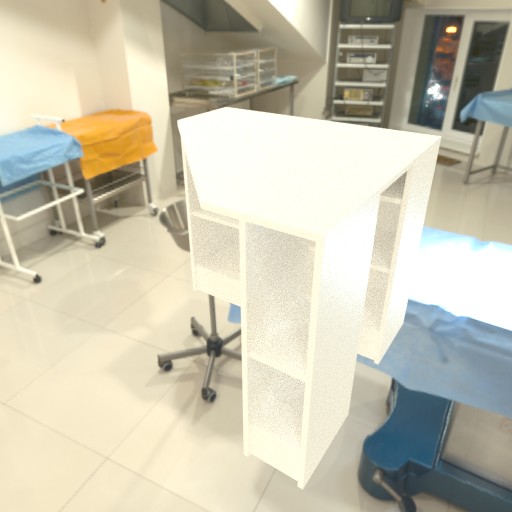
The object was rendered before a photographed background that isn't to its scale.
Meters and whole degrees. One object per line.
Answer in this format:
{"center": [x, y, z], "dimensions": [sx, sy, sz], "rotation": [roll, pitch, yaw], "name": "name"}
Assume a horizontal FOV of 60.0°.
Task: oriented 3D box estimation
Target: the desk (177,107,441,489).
{"center": [0.000, 0.000, 1.639], "dimensions": [0.940, 0.818, 0.926], "rotation": [18, 34, 29], "name": "desk"}
